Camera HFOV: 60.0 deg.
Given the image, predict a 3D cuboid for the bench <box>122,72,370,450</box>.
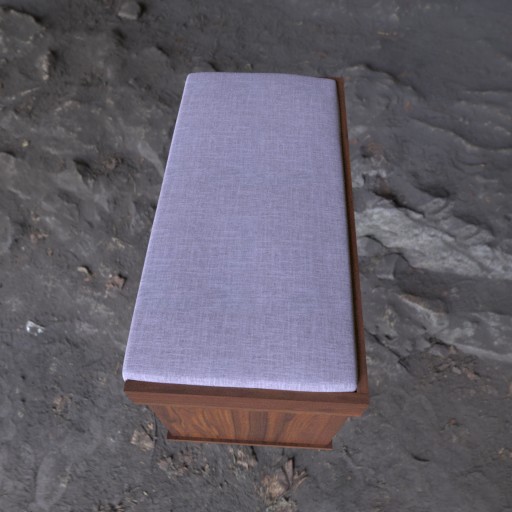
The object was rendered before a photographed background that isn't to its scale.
[{"bbox_3d":[0.000,0.000,0.995,0.362,0.461,0.734,3,58,2],"label":"bench"}]
